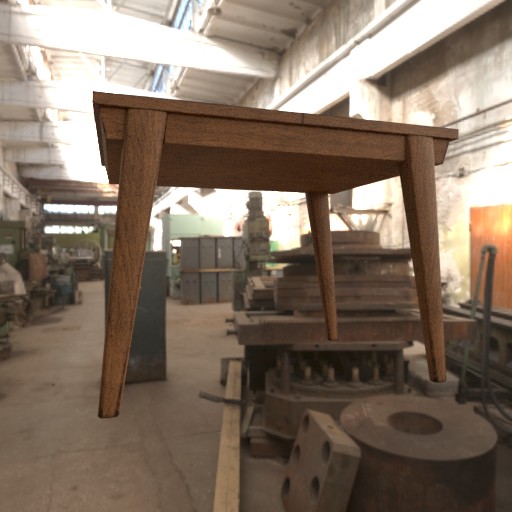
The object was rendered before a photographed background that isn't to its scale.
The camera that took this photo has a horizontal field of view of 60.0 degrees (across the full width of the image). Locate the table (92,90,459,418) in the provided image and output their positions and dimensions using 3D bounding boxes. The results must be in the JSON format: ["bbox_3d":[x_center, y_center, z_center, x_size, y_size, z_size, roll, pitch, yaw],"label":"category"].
[{"bbox_3d":[0.000,0.000,1.529,1.027,0.760,0.757,0,0,-18],"label":"table"}]
